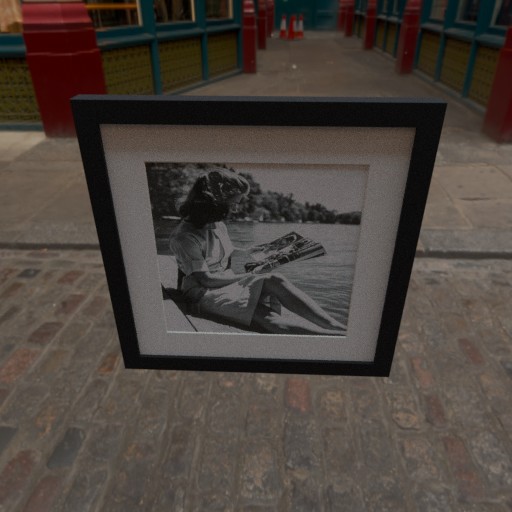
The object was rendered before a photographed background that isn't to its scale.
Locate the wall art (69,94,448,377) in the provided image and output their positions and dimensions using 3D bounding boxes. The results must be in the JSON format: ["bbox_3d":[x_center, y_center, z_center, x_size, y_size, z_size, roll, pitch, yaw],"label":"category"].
[{"bbox_3d":[0.000,0.000,0.671,0.462,0.458,0.030,1,31,2],"label":"wall art"}]
